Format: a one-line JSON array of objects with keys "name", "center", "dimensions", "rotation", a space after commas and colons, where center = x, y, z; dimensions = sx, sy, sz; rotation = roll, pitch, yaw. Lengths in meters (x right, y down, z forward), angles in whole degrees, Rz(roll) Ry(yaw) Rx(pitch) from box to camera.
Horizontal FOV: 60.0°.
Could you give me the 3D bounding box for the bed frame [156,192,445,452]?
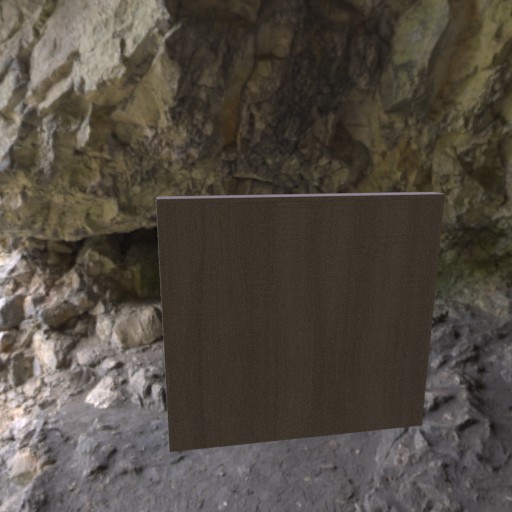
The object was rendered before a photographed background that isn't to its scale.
[{"name": "bed frame", "center": [0.000, 0.000, 2.608], "dimensions": [0.990, 0.920, 2.140], "rotation": [-2, 14, -9]}]
